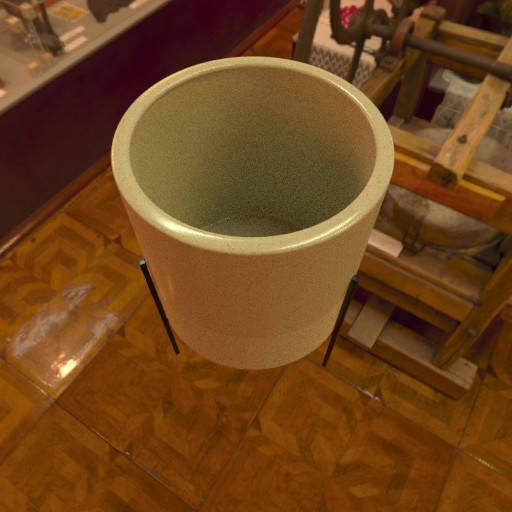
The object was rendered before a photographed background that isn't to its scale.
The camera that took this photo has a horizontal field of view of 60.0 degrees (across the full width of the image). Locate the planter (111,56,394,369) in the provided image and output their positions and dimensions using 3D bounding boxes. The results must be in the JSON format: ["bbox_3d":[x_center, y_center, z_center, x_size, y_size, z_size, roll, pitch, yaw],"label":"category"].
[{"bbox_3d":[0.000,0.000,0.691,0.323,0.475,0.314,30,61,18],"label":"planter"}]
